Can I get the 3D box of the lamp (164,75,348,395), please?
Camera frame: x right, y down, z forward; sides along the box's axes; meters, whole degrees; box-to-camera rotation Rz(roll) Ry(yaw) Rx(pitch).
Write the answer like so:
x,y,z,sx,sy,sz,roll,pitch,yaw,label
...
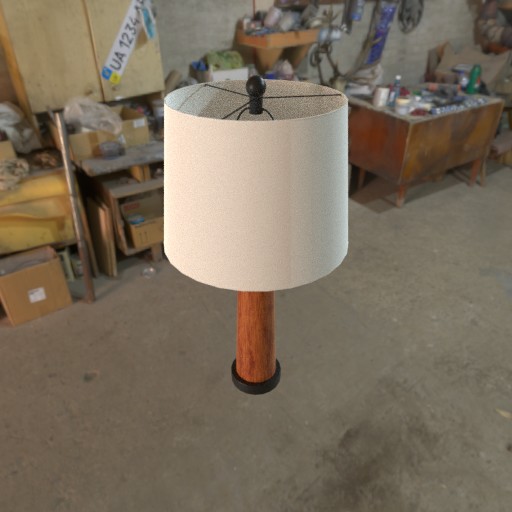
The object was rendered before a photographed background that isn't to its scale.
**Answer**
x,y,z,sx,sy,sz,roll,pitch,yaw,label
0.000,0.000,0.871,0.349,0.667,0.349,0,32,0,lamp
